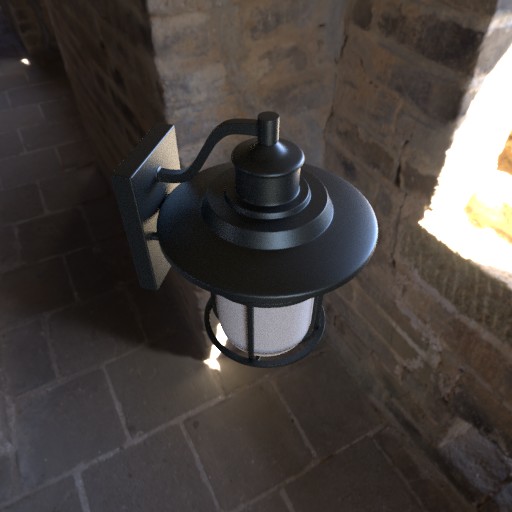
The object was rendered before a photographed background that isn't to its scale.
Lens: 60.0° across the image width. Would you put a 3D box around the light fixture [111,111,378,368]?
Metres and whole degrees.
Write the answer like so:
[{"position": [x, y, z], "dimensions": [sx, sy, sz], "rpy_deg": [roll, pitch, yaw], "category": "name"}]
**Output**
[{"position": [0.000, 0.000, 0.507], "dimensions": [0.252, 0.345, 0.222], "rpy_deg": [10, 45, 11], "category": "light fixture"}]
